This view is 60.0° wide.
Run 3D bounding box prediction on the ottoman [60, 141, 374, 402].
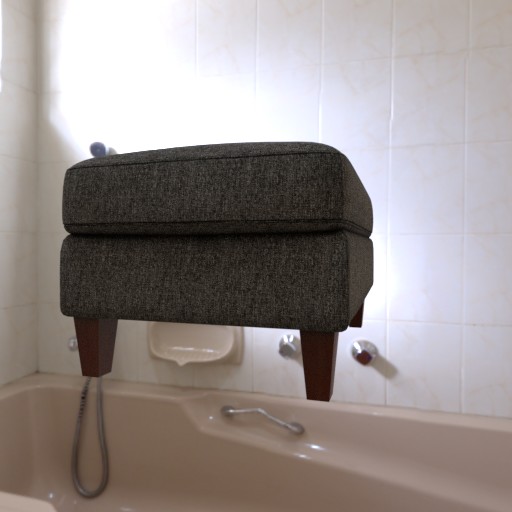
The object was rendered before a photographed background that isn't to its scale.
[{"bbox_3d":[0.000,0.000,1.198,0.584,0.483,0.864,0,1,18],"label":"ottoman"}]
